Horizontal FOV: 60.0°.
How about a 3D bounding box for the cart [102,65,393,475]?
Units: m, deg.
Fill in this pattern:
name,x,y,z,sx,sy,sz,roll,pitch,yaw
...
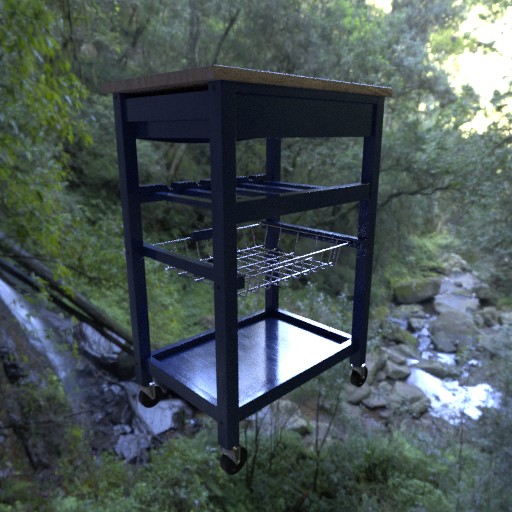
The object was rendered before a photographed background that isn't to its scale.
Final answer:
name,x,y,z,sx,sy,sz,roll,pitch,yaw
cart,0.000,0.000,1.167,0.584,0.839,0.403,-15,21,-42
